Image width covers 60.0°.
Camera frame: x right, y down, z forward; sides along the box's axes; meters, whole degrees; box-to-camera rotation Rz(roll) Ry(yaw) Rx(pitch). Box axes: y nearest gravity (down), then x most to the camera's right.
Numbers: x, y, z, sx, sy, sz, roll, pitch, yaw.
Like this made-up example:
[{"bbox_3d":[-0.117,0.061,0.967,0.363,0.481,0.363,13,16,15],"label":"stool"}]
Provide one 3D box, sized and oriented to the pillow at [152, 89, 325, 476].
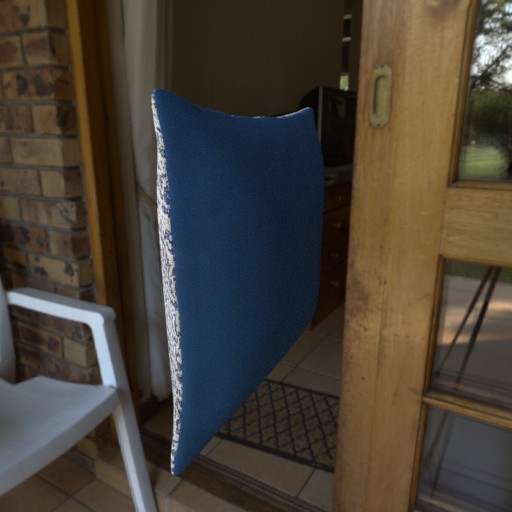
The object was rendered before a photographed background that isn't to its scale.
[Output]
[{"bbox_3d":[0.000,0.000,0.772,0.166,0.510,0.523,8,18,24],"label":"pillow"}]
